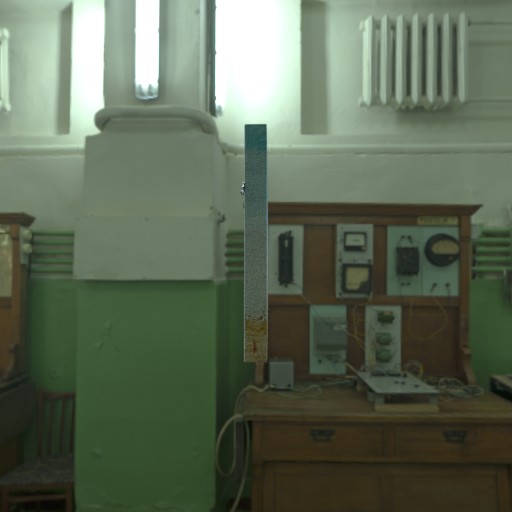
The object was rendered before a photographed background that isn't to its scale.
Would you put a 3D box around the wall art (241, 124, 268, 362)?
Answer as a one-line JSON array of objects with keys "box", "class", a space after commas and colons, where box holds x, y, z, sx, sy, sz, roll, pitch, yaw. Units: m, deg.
[{"box": [0.000, 0.000, 0.845, 0.044, 0.254, 0.759, 0, -2, 2], "class": "wall art"}]
